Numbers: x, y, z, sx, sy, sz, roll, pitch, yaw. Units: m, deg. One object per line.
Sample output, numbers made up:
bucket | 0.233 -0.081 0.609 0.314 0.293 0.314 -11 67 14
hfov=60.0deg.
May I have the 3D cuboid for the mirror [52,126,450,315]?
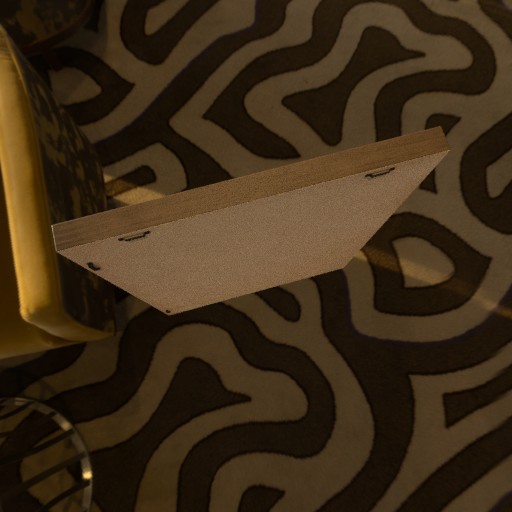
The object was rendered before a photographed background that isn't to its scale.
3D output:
mirror | 0.000 0.000 0.897 0.507 0.710 0.040 -15 77 -4
